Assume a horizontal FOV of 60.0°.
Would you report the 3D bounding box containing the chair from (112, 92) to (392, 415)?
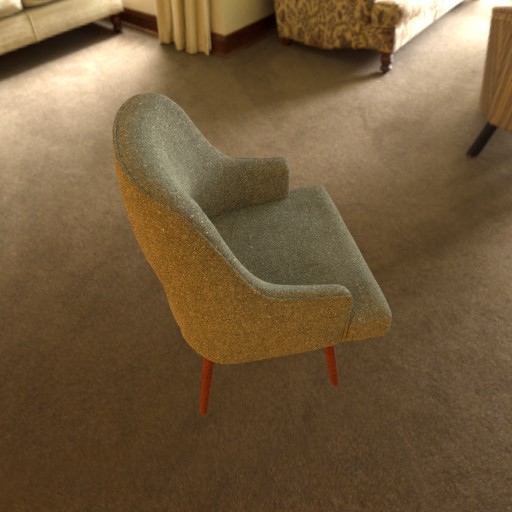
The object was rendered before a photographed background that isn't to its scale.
[{"bbox_3d":[0.000,0.000,1.284,0.629,0.875,0.608,-9,47,-9],"label":"chair"}]
